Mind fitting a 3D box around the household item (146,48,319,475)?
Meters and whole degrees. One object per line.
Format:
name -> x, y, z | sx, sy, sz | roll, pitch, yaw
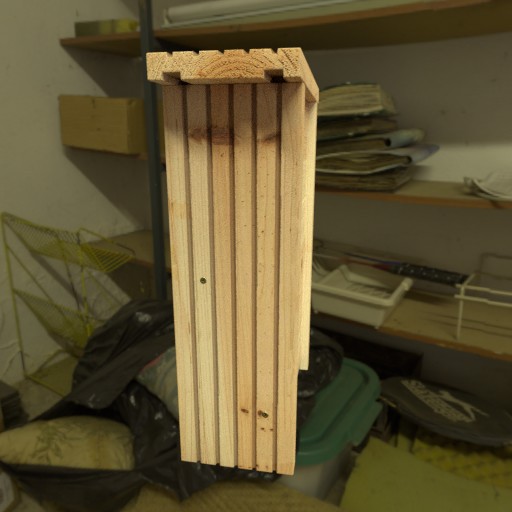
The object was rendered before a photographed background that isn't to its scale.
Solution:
household item -> 0.000, 0.000, 0.536 | 0.123, 0.407, 0.301 | 3, 15, 10
